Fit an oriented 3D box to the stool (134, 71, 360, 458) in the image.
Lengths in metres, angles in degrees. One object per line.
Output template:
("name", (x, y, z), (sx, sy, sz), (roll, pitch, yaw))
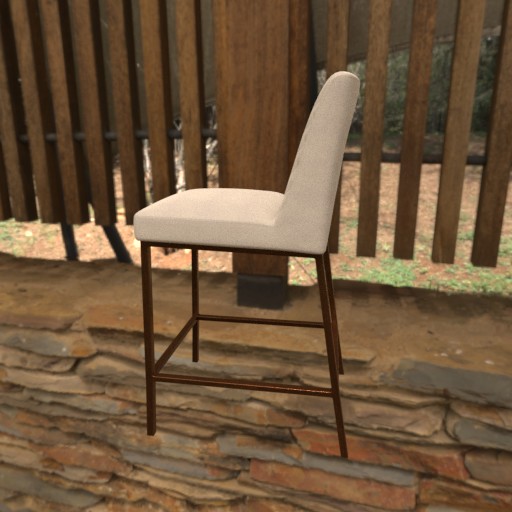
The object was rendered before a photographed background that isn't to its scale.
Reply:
("stool", (0.000, 0.000, 1.321), (0.576, 0.973, 0.507), (2, 15, 9))
